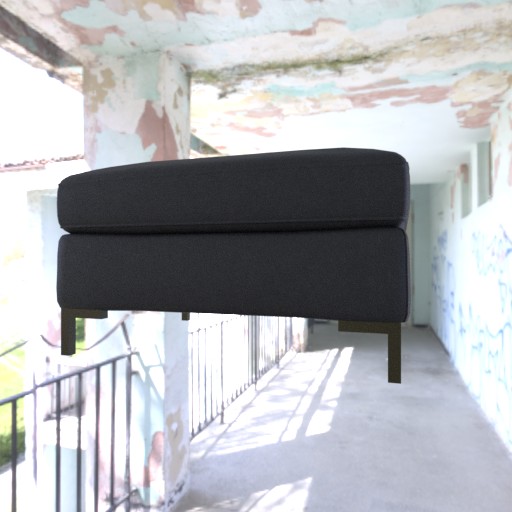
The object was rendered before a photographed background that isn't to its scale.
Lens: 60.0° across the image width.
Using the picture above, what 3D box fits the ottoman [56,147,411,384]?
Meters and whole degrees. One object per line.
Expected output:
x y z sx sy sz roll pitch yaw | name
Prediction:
0.000 0.000 1.822 1.187 0.696 0.967 0 0 18 | ottoman
